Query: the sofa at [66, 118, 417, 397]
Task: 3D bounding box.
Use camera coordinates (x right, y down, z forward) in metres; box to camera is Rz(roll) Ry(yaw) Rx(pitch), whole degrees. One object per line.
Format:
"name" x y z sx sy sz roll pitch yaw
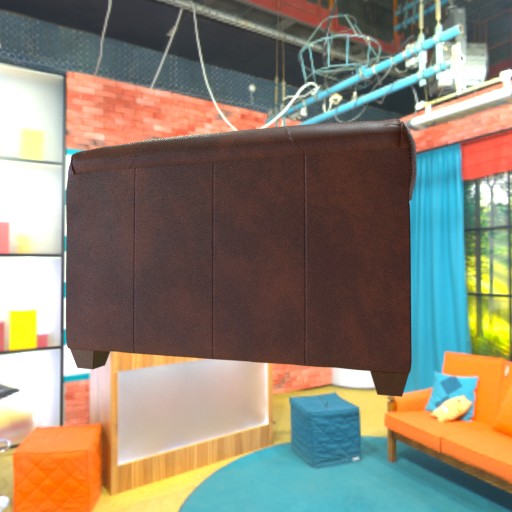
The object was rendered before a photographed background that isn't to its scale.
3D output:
"sofa" 0.000 0.000 2.098 1.413 0.956 1.000 0 -1 18
